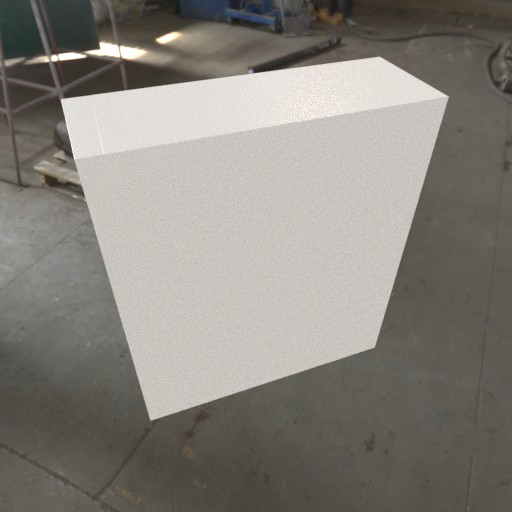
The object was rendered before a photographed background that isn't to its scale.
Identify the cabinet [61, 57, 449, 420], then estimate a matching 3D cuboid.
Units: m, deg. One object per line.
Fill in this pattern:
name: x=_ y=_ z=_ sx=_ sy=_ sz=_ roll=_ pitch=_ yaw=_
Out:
cabinet: x=0.000 y=0.000 z=1.583 sx=0.990 sy=1.150 sz=0.348 roll=-14 pitch=44 yaw=-15
